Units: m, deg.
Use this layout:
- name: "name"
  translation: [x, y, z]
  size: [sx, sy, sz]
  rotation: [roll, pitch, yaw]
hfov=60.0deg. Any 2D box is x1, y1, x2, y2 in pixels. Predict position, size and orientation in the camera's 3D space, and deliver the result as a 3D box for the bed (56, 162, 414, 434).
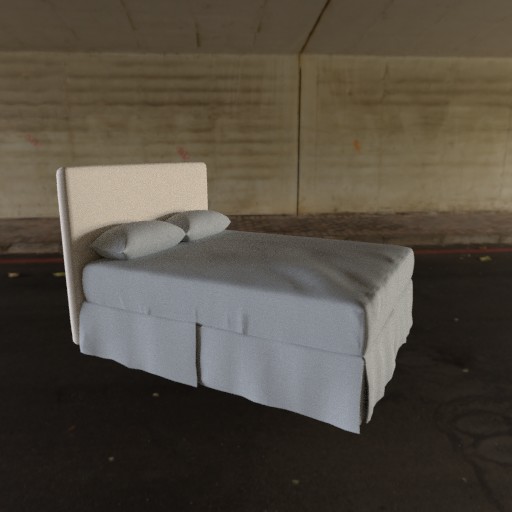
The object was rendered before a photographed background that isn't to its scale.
- name: "bed"
  translation: [0.000, 0.000, 3.304]
  size: [2.142, 1.330, 1.748]
  rotation: [7, 15, 26]
